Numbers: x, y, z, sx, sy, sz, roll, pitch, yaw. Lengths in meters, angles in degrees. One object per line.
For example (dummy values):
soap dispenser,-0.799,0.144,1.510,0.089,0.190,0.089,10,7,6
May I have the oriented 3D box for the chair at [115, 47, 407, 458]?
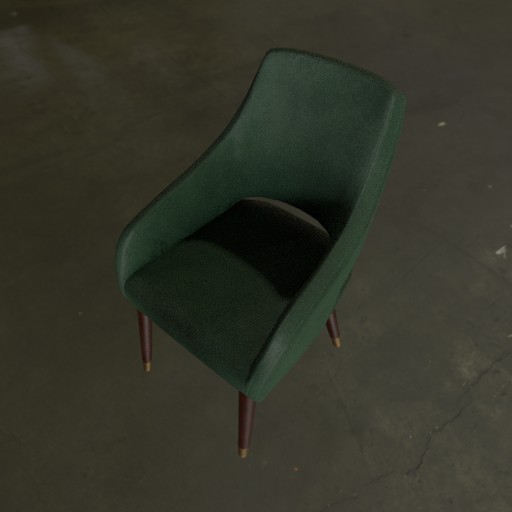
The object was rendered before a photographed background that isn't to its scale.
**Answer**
chair,0.000,0.000,1.510,0.683,1.081,0.794,32,54,26
